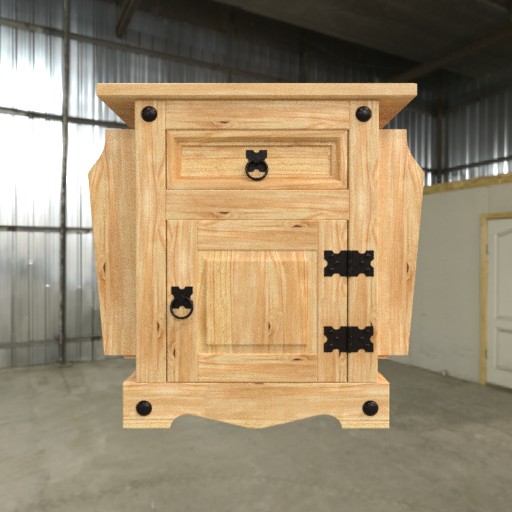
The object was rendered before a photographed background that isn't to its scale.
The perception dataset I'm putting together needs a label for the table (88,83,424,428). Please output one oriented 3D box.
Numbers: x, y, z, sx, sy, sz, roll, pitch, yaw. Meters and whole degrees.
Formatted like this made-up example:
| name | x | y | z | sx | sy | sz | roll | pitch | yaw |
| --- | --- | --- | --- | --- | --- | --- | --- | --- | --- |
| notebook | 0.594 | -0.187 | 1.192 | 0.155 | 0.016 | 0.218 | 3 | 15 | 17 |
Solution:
| name | x | y | z | sx | sy | sz | roll | pitch | yaw |
| --- | --- | --- | --- | --- | --- | --- | --- | --- | --- |
| table | 0.000 | 0.000 | 0.842 | 0.530 | 0.515 | 0.380 | 0 | 1 | 0 |
